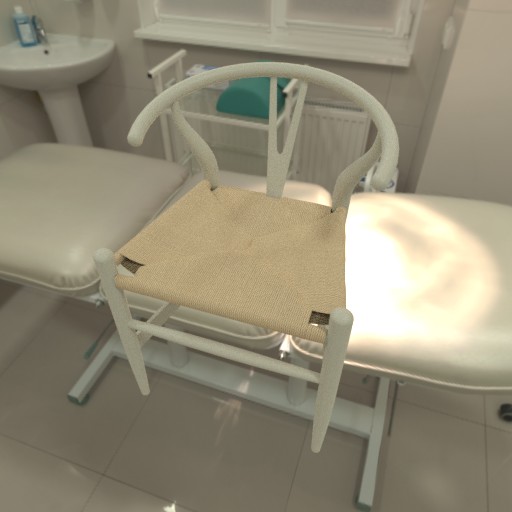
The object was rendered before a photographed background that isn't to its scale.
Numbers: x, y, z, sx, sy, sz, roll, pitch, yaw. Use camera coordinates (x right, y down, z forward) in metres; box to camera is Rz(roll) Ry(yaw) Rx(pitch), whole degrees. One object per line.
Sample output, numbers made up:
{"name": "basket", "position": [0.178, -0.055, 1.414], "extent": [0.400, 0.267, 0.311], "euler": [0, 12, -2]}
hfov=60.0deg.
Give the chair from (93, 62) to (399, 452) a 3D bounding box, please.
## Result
{"name": "chair", "position": [0.000, 0.000, 1.056], "extent": [0.533, 0.736, 0.500], "euler": [13, 44, 14]}
